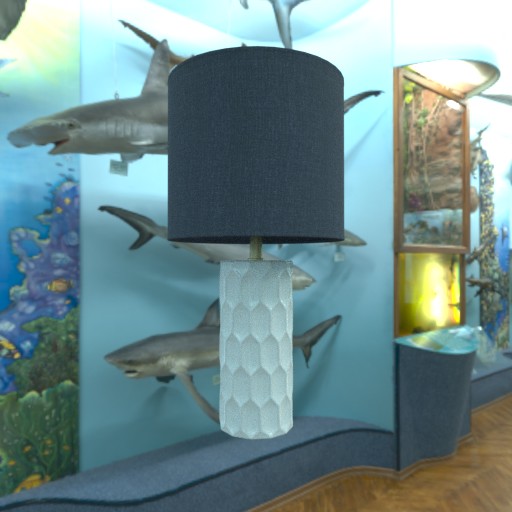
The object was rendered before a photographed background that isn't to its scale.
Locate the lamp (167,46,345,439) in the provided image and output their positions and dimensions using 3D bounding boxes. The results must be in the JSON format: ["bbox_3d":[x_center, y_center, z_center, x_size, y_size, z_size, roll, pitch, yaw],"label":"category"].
[{"bbox_3d":[0.000,0.000,0.704,0.277,0.537,0.277,0,-1,-37],"label":"lamp"}]
